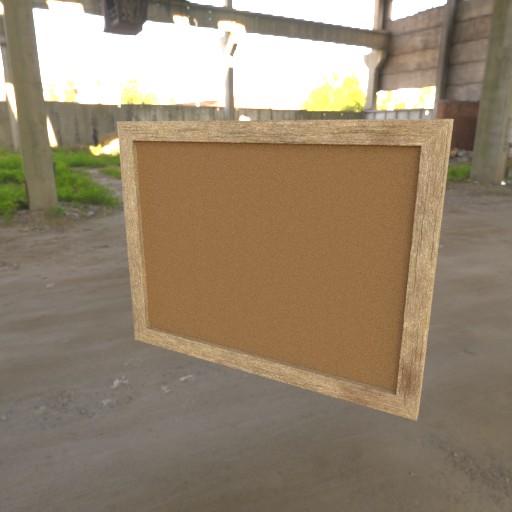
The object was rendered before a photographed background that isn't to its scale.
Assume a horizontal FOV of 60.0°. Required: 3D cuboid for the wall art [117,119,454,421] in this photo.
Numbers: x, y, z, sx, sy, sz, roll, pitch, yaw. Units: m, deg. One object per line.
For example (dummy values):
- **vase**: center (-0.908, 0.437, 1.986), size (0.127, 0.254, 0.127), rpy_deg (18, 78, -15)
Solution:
- **wall art**: center (0.000, 0.000, 0.915), size (0.690, 0.535, 0.026), rpy_deg (9, 18, 27)
